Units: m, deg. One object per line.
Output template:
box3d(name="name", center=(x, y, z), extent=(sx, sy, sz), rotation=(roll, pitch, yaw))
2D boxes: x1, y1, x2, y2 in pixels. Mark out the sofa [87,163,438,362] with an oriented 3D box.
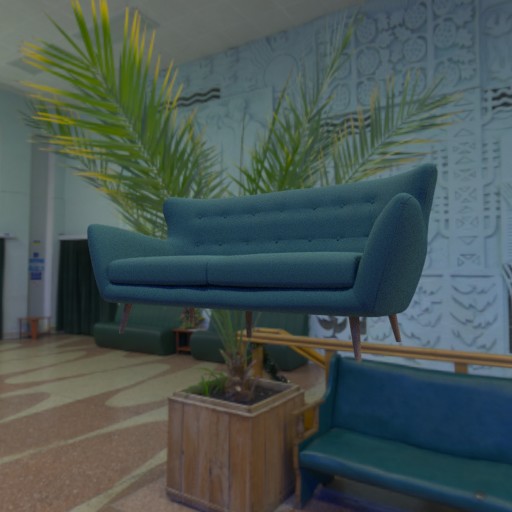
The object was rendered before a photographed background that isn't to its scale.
box3d(name="sofa", center=(0.000, 0.000, 2.468), extent=(1.930, 0.890, 0.889), rotation=(-1, -3, 34))
